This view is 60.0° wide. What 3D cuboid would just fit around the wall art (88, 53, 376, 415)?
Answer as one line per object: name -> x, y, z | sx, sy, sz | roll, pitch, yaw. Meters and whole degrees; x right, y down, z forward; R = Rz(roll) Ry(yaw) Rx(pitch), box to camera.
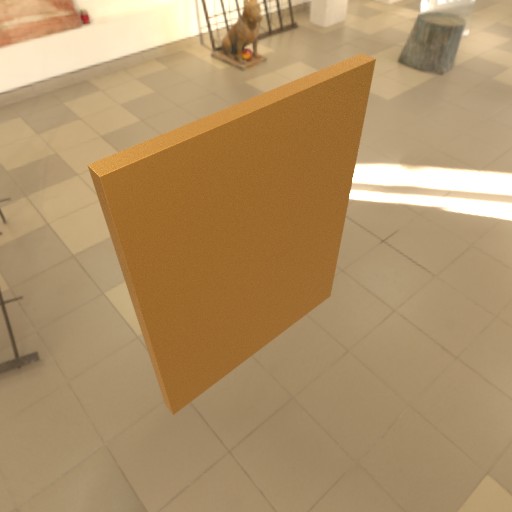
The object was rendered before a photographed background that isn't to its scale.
wall art -> 0.000, 0.000, 1.040 | 0.610, 0.762, 0.038 | -32, 54, -27
